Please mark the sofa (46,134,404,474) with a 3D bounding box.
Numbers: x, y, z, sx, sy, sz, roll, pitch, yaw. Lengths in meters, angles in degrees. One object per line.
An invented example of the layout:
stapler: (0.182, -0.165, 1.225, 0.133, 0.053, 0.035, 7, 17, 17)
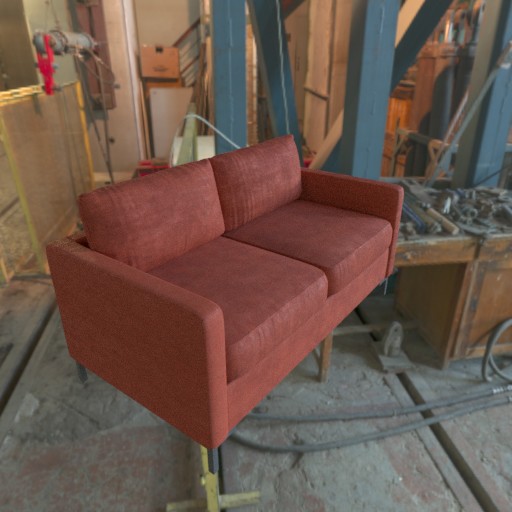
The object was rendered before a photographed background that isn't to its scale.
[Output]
sofa: (0.000, 0.000, 2.107, 0.864, 0.896, 1.574, 18, 30, 33)
